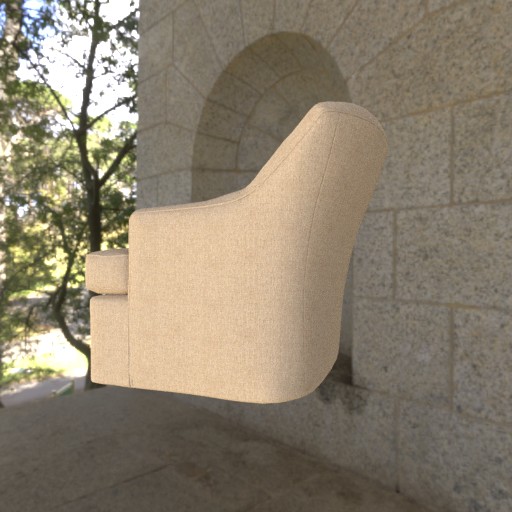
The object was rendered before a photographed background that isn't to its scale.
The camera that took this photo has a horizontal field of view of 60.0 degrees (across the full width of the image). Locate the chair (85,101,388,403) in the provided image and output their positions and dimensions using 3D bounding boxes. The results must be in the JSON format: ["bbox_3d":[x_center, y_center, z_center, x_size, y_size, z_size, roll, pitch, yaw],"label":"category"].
[{"bbox_3d":[0.000,0.000,1.617,0.923,0.856,0.864,0,0,18],"label":"chair"}]
